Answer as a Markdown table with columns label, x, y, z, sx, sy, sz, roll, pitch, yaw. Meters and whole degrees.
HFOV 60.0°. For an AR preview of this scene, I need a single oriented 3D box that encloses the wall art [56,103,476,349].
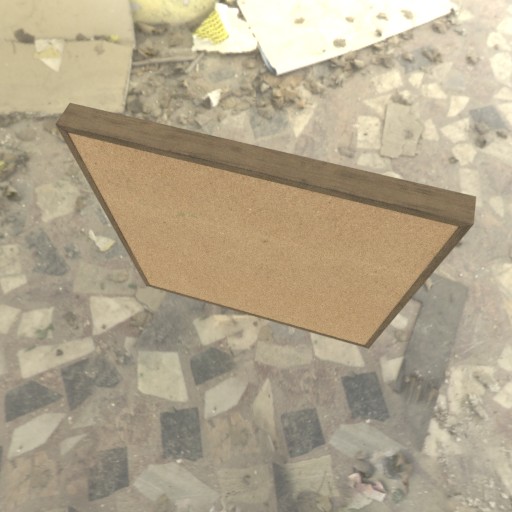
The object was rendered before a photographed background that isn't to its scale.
| label | x | y | z | sx | sy | sz | roll | pitch | yaw |
| --- | --- | --- | --- | --- | --- | --- | --- | --- | --- |
| wall art | 0.000 | 0.000 | 0.751 | 0.508 | 0.508 | 0.038 | 15 | 64 | 7 |
